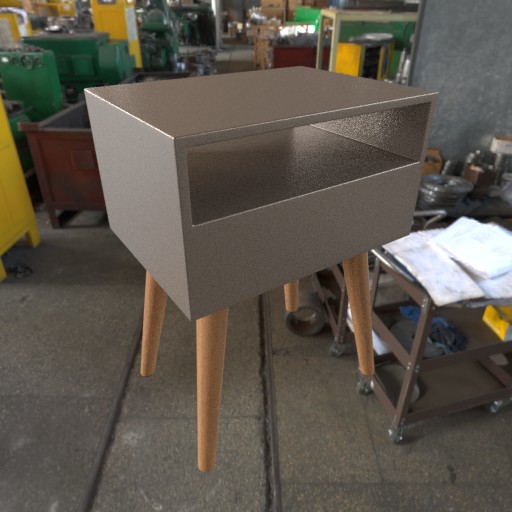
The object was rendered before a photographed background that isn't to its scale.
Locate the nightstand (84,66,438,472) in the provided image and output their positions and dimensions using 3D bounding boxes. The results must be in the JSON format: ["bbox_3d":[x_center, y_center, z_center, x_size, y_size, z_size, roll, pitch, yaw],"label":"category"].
[{"bbox_3d":[0.000,0.000,0.710,0.370,0.508,0.288,-19,36,-29],"label":"nightstand"}]
